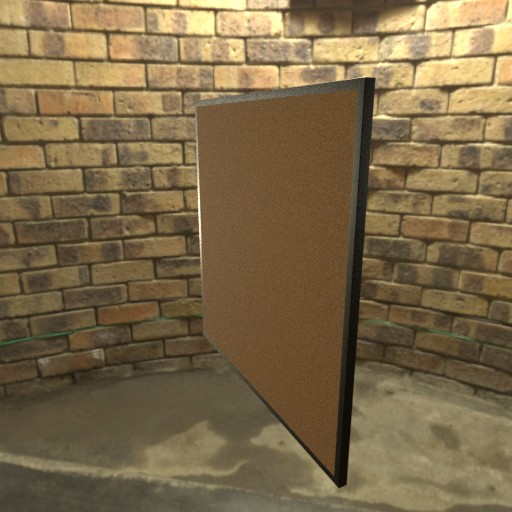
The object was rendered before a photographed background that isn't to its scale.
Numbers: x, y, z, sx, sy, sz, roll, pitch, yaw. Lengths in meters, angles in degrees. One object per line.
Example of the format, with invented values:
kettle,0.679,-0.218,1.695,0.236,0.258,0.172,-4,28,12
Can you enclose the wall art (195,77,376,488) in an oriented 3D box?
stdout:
wall art,0.000,0.000,0.662,0.012,0.458,0.457,-8,18,-26
